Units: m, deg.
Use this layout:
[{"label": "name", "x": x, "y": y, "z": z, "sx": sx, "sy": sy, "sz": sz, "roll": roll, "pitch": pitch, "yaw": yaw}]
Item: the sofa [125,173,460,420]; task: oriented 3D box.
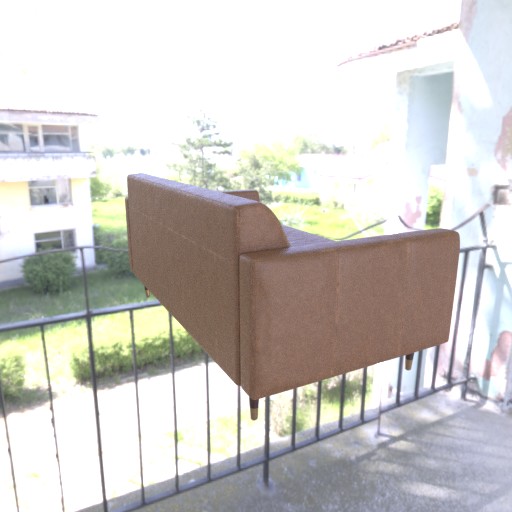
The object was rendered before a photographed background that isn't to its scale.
[{"label": "sofa", "x": 0.000, "y": 0.000, "z": 2.407, "sx": 0.993, "sy": 0.821, "sz": 1.847, "roll": -8, "pitch": 16, "yaw": -27}]
